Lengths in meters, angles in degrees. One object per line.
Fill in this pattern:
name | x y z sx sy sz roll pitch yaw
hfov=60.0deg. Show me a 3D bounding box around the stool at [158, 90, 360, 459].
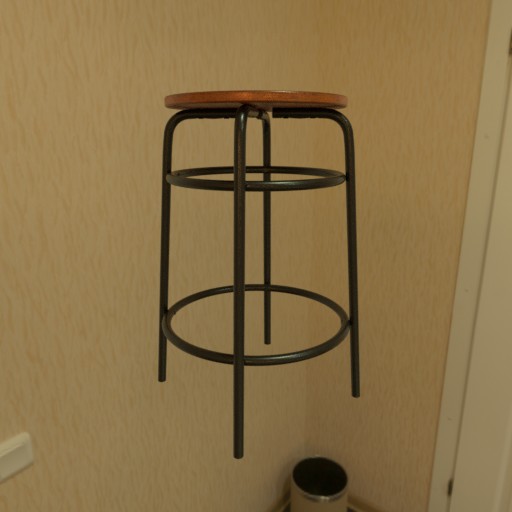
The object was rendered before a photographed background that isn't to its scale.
stool | 0.000 0.000 0.908 0.455 0.610 0.455 2 16 8
